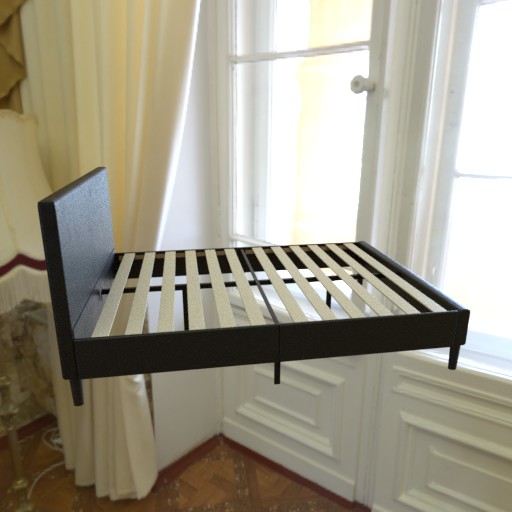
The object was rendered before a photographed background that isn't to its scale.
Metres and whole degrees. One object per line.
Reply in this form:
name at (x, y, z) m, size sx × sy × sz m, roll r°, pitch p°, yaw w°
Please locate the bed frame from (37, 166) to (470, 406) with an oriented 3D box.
bed frame at (0.000, 0.000, 2.910) m, size 2.152 × 1.046 × 1.469 m, roll -3°, pitch 17°, yaw -9°
